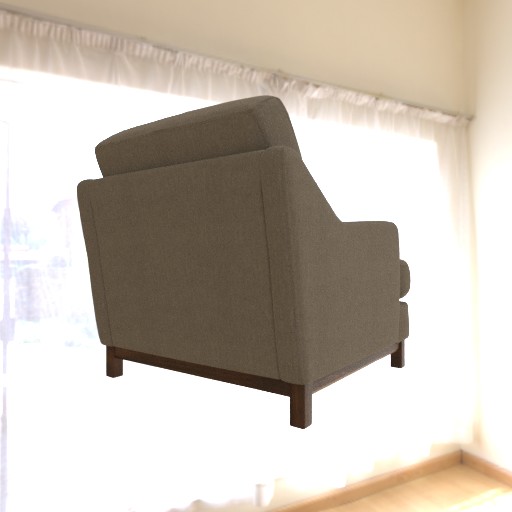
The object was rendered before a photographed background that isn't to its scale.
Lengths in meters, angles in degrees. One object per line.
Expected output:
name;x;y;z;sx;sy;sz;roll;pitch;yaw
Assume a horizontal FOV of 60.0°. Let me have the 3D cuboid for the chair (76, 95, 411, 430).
chair;0.000;0.000;1.546;0.826;0.821;0.892;0;0;36
